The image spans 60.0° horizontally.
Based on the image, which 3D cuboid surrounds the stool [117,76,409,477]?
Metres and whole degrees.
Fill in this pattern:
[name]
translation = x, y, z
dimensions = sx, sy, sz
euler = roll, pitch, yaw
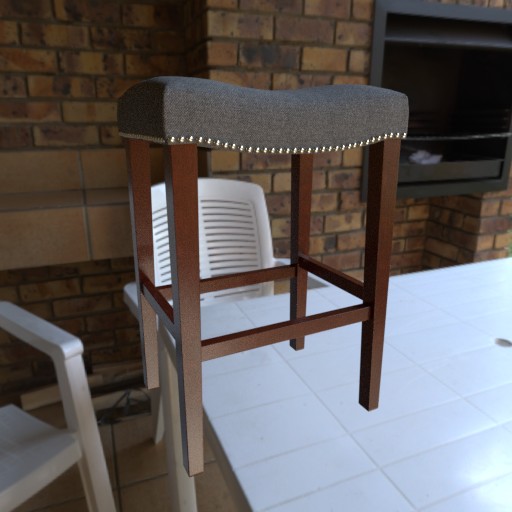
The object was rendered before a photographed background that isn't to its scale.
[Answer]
[stool]
translation = 0.000, 0.000, 1.014
dimensions = 0.504, 0.742, 0.372
euler = -9, 19, -26
